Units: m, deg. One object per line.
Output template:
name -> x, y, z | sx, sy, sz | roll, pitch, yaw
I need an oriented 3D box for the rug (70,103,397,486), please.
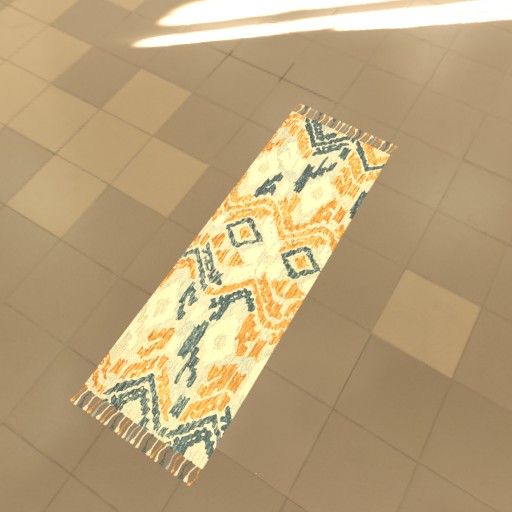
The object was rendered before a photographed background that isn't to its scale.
rug -> 0.000, 0.000, 2.664 | 0.783, 0.010, 2.437 | 29, 67, 13
